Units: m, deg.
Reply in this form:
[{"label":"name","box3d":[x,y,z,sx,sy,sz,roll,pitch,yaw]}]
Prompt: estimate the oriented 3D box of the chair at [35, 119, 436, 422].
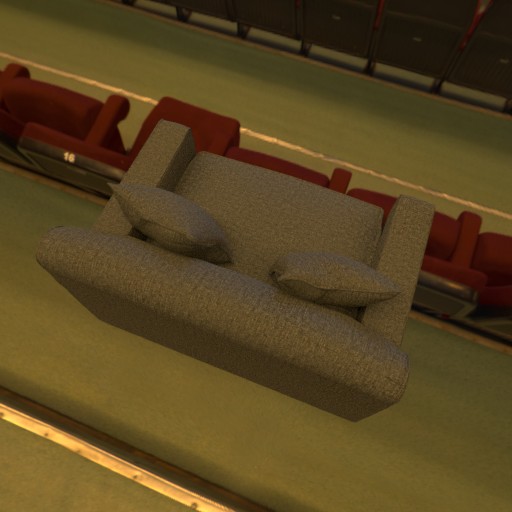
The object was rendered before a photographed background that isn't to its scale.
[{"label":"chair","box3d":[0.000,0.000,2.049,1.383,0.948,1.000,19,66,9]}]
